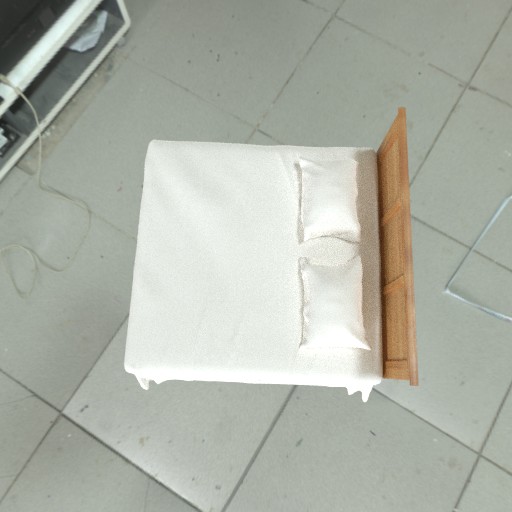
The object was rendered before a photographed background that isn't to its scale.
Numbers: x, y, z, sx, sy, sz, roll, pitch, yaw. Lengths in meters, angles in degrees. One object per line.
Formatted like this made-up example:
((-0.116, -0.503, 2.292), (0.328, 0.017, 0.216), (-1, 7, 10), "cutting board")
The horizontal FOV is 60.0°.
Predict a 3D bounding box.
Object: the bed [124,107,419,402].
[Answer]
((0.000, 0.000, 3.685), (2.215, 1.270, 2.317), (2, 76, 1), "bed")
